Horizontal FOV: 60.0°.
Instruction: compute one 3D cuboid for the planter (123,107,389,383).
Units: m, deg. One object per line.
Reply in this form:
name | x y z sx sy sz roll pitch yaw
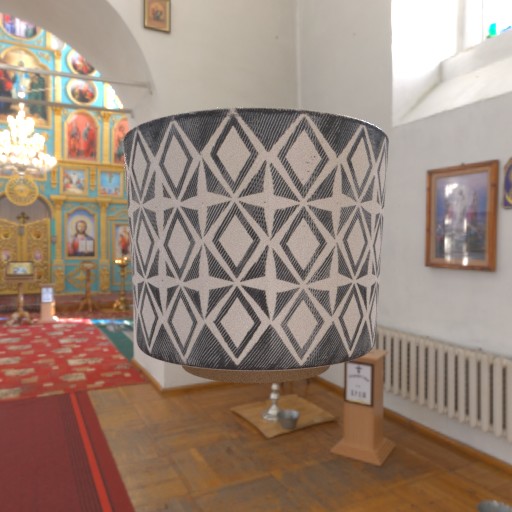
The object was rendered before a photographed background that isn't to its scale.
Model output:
planter | 0.000 0.000 0.454 0.260 0.220 0.260 0 0 0
